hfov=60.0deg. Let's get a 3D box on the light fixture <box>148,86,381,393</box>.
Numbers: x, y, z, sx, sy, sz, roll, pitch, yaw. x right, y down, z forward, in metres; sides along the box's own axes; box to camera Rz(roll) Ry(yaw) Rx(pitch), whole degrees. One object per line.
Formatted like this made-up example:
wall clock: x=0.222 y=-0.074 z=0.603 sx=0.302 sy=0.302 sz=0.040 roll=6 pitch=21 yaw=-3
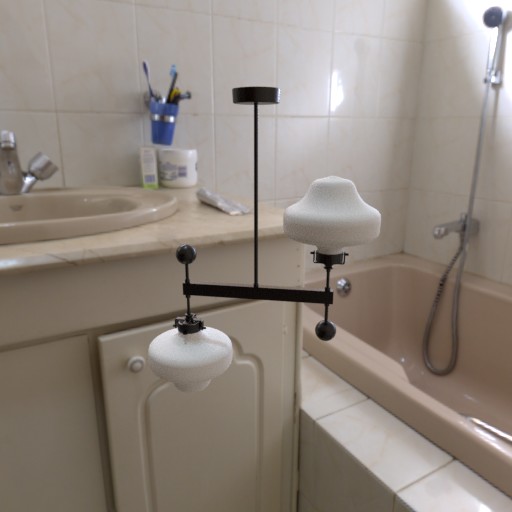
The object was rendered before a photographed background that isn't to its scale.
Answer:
light fixture: x=0.000 y=0.000 z=1.047 sx=0.489 sy=0.743 sz=0.422 roll=-8 pitch=17 yaw=-26
